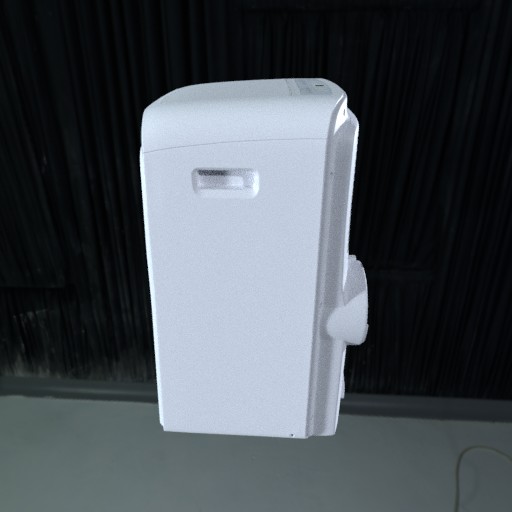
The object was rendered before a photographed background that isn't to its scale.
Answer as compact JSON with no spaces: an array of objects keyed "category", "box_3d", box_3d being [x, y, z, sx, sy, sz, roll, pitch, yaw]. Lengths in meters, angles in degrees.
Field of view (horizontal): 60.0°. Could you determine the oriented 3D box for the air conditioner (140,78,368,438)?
[{"category":"air conditioner","box_3d":[0.000,0.000,1.059,0.467,0.765,0.478,1,27,1]}]
